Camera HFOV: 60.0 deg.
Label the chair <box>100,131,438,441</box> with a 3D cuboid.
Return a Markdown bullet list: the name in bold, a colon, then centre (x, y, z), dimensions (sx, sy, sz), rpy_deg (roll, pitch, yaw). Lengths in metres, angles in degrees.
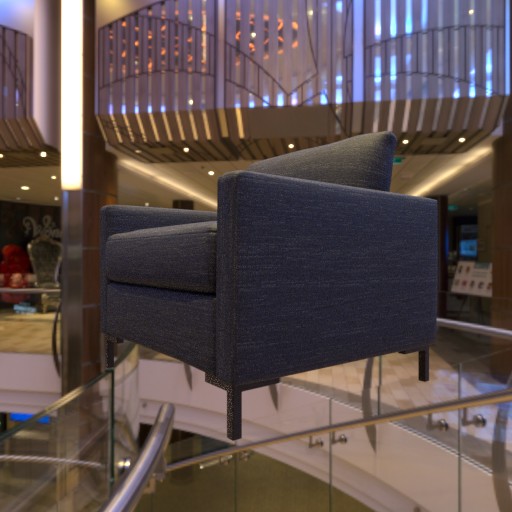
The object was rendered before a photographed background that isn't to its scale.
- **chair**: centre (0.000, 0.000, 1.616), dimensions (0.866, 0.861, 0.963), rpy_deg (0, 0, -38)
